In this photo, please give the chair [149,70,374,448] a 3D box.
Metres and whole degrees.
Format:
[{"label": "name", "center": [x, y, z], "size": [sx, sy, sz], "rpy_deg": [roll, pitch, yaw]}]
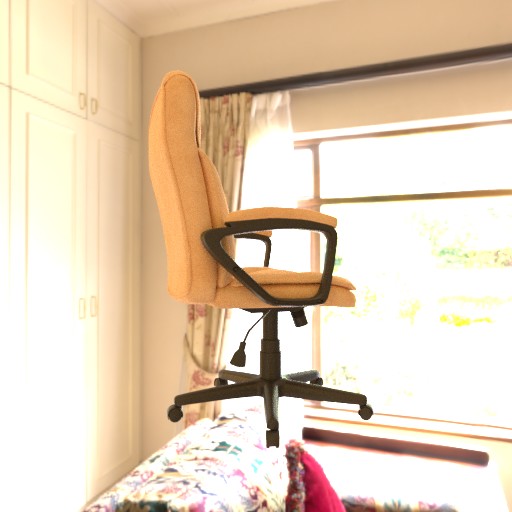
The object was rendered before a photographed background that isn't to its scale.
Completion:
[{"label": "chair", "center": [0.000, 0.000, 1.581], "size": [0.724, 1.105, 0.667], "rpy_deg": [0, -1, -18]}]
